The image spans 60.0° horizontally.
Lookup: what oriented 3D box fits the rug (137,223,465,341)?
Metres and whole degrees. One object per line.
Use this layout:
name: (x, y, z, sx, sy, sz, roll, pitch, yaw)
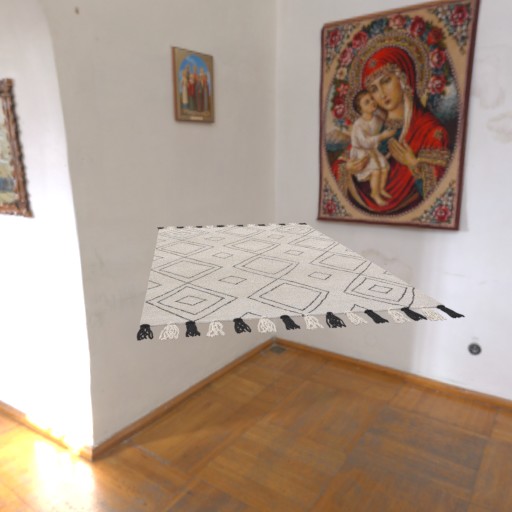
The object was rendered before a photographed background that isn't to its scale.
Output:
rug: (0.000, 0.000, 3.251, 1.524, 0.021, 2.755, -2, 14, -10)
